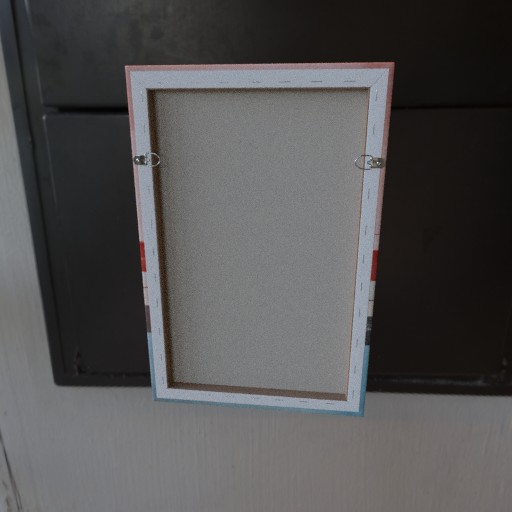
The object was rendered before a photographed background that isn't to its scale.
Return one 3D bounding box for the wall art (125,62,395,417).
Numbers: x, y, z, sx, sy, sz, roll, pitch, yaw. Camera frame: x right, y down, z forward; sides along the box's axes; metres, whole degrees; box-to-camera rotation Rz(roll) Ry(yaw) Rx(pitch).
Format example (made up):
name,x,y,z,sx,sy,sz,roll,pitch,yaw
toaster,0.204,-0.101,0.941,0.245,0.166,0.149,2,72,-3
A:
name,x,y,z,sx,sy,sz,roll,pitch,yaw
wall art,0.000,0.000,1.149,0.610,0.914,0.038,2,18,7
